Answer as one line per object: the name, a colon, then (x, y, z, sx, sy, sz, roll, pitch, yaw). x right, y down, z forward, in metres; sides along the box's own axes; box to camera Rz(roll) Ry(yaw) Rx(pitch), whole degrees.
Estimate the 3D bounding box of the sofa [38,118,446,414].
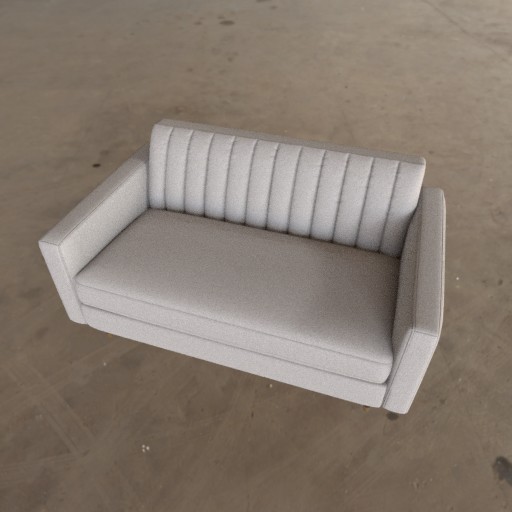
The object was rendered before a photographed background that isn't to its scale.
sofa: (0.000, 0.000, 2.096, 1.585, 0.801, 0.950, 12, 43, 14)
